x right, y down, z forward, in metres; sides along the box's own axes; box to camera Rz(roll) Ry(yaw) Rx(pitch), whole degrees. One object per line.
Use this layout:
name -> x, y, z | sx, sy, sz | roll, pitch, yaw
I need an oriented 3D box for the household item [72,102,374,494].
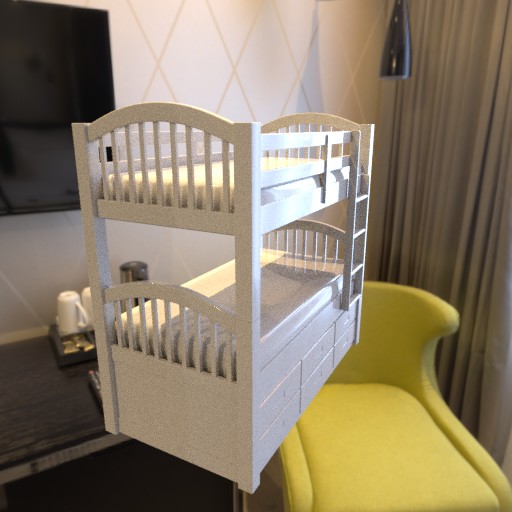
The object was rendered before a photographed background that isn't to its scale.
household item -> 0.000, 0.000, 3.224 | 1.143, 2.032, 2.032 | 9, 18, 27
